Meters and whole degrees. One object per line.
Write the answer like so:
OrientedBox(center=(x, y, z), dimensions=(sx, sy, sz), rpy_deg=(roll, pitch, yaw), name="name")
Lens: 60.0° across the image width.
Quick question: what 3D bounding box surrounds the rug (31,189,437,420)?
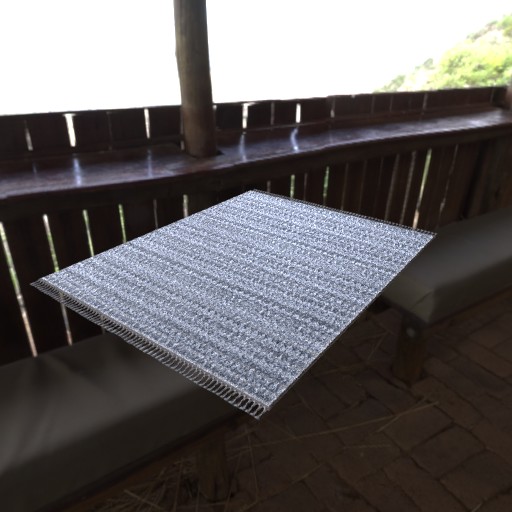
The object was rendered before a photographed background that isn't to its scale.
OrientedBox(center=(0.000, 0.000, 3.895), dimensions=(2.256, 0.013, 2.910), rpy_deg=(19, 33, 33), name="rug")
